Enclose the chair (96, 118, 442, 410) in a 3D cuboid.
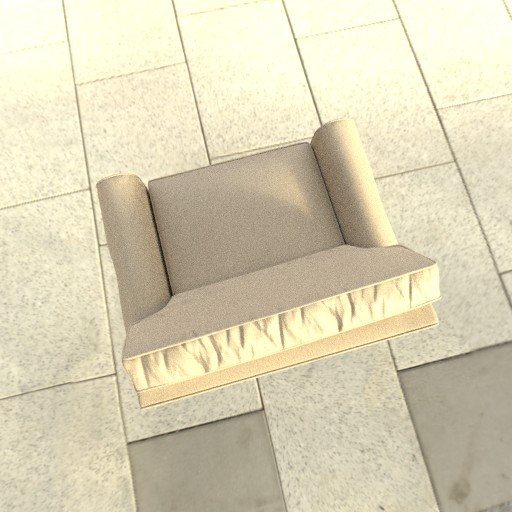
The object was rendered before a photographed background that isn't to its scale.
[{"bbox_3d":[0.000,0.000,1.777,1.096,0.937,0.903,-15,76,-4],"label":"chair"}]
